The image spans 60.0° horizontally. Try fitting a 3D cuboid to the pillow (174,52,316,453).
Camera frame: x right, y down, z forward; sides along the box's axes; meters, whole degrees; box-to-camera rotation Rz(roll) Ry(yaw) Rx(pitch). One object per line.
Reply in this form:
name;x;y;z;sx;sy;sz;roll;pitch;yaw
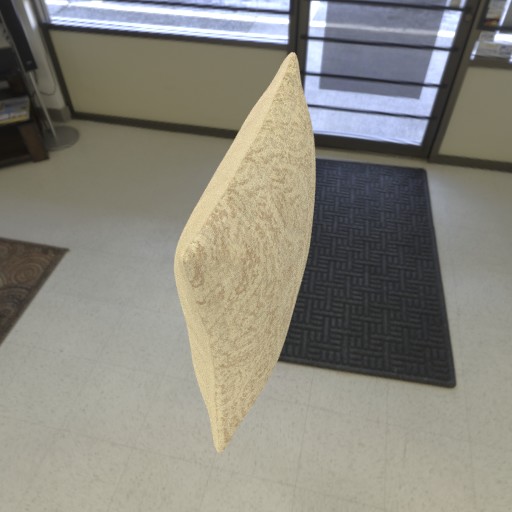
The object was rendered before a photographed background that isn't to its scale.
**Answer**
pillow;0.000;0.000;0.789;0.166;0.510;0.523;12;48;11
